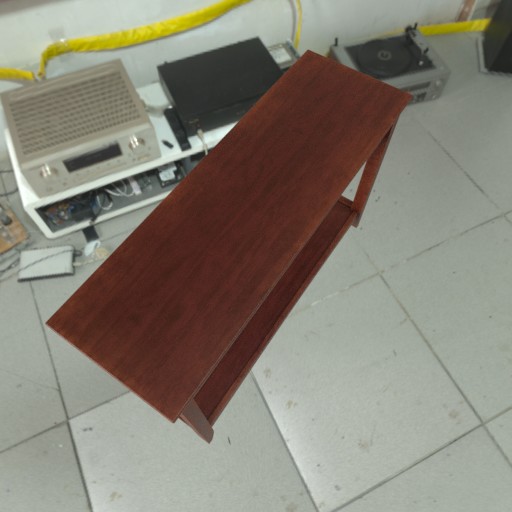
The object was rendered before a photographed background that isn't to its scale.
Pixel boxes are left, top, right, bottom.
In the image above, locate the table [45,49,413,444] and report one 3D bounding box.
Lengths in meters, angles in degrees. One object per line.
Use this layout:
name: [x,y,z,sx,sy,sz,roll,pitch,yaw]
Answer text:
table: [0.000,0.000,1.543,0.392,0.739,1.188,31,66,16]
